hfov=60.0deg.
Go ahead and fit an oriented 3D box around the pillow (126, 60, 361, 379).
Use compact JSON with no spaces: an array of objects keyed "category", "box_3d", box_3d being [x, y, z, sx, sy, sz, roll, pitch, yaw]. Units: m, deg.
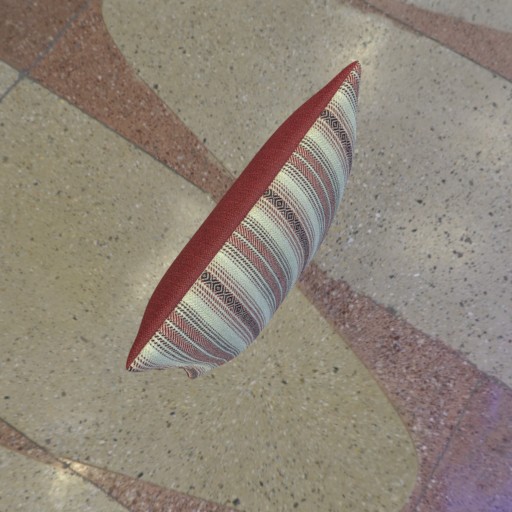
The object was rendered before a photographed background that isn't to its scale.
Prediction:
[{"category":"pillow","box_3d":[0.000,0.000,0.793,0.166,0.497,0.513,34,77,9]}]
